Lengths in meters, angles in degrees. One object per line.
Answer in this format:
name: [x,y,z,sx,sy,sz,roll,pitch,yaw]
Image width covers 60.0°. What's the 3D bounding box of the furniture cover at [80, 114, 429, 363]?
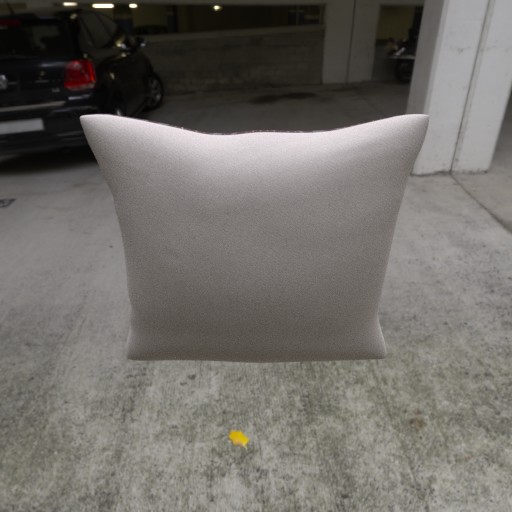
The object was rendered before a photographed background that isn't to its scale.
furniture cover: [0.000,0.000,0.817,0.552,0.509,0.193,0,30,0]
